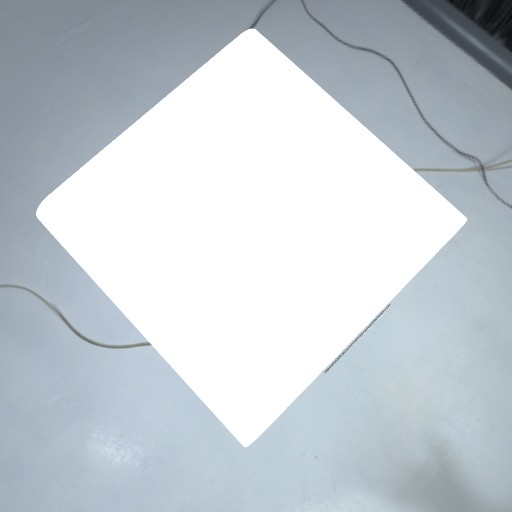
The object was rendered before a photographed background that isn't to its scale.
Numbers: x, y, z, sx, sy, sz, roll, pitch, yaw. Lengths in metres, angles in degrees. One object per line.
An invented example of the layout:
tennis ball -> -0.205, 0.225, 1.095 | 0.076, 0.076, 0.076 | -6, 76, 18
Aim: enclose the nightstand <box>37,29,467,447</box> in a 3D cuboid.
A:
nightstand -> 0.000, 0.000, 0.768 | 0.399, 0.447, 0.404 | -43, 81, -9
